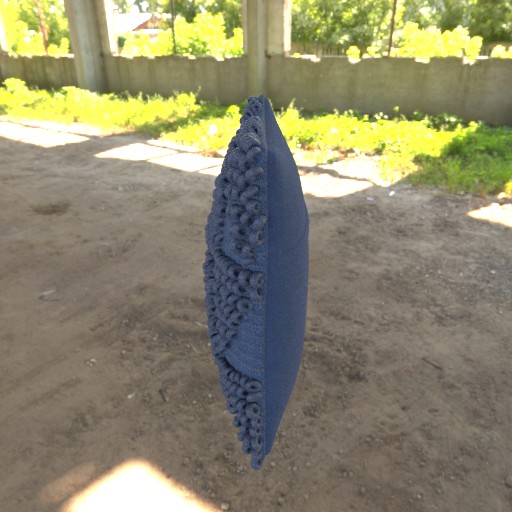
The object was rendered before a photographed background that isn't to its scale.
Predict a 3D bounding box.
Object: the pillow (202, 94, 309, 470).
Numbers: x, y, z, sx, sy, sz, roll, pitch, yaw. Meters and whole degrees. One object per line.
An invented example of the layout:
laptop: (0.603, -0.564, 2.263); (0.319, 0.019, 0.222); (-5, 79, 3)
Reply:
pillow: (0.000, 0.000, 0.739); (0.172, 0.466, 0.469); (0, 26, 0)
